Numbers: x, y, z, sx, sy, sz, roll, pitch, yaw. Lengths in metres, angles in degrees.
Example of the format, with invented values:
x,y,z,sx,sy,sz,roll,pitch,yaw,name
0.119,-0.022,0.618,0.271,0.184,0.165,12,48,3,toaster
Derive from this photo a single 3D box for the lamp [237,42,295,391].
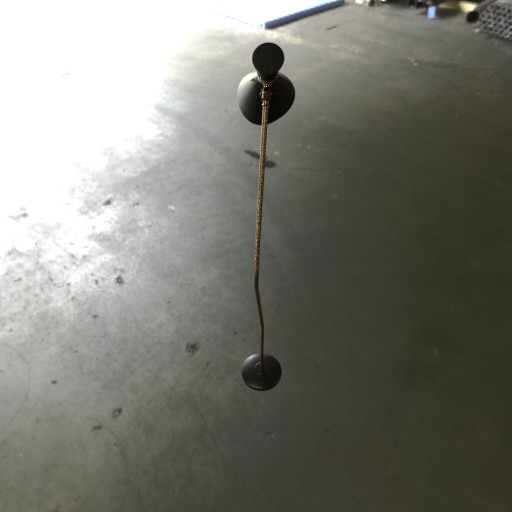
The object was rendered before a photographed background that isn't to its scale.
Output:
x,y,z,sx,sy,sz,roll,pitch,yaw,name
0.000,0.000,1.596,0.277,1.438,0.467,21,48,20,lamp
